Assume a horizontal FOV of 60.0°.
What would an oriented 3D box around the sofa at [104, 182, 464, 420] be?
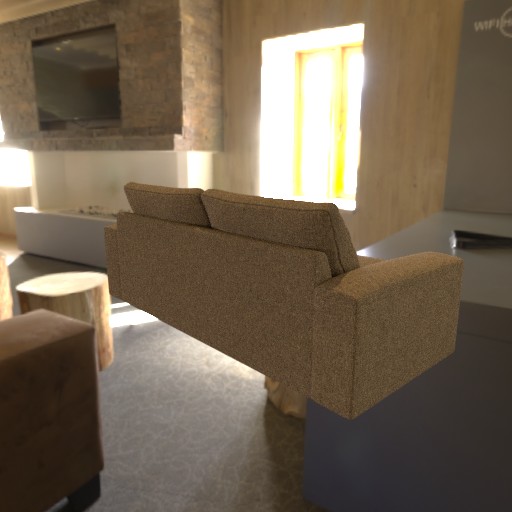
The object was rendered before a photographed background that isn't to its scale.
[{"bbox_3d":[0.000,0.000,2.899,1.040,0.922,2.299,-12,18,-41],"label":"sofa"}]
